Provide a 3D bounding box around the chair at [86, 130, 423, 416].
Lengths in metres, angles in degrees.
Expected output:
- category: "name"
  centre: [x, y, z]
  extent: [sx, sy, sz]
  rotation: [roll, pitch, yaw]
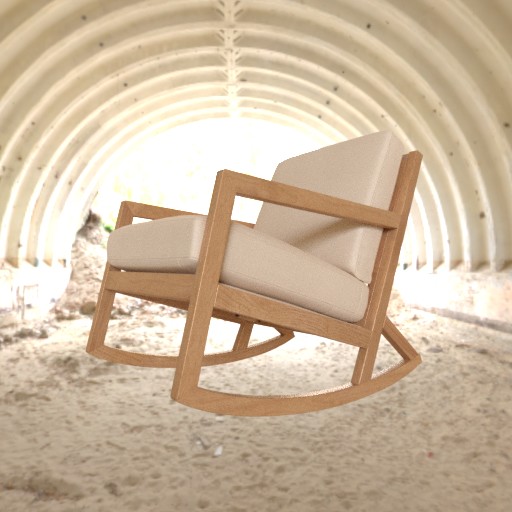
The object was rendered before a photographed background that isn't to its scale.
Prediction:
- category: "chair"
  centre: [0.000, 0.000, 1.389]
  extent: [0.857, 0.790, 0.622]
  rotation: [1, -1, -37]
